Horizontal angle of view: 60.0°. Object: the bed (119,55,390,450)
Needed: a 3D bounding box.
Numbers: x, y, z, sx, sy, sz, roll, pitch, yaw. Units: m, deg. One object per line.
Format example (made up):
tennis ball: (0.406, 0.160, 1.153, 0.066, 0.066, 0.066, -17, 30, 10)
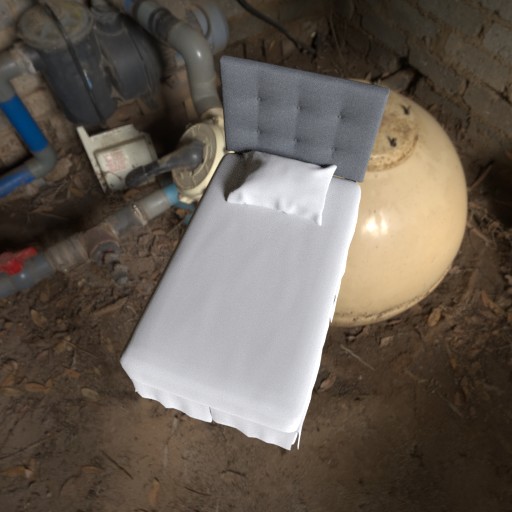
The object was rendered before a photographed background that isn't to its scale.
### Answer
bed: (0.000, 0.000, 3.036, 1.261, 1.571, 1.997, 16, 59, 10)
